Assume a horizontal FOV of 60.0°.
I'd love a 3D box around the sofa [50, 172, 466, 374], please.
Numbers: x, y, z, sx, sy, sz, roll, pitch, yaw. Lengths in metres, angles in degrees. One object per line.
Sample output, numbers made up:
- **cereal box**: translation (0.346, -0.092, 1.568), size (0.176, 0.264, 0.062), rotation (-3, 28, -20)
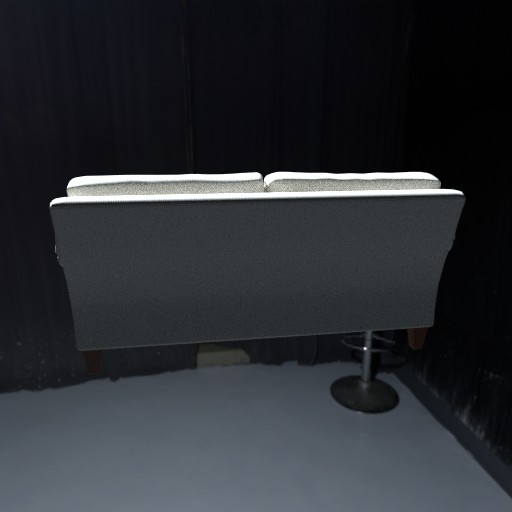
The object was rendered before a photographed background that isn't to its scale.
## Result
- **sofa**: translation (0.000, 0.000, 2.810), size (2.159, 1.087, 1.086), rotation (-2, 16, -8)
